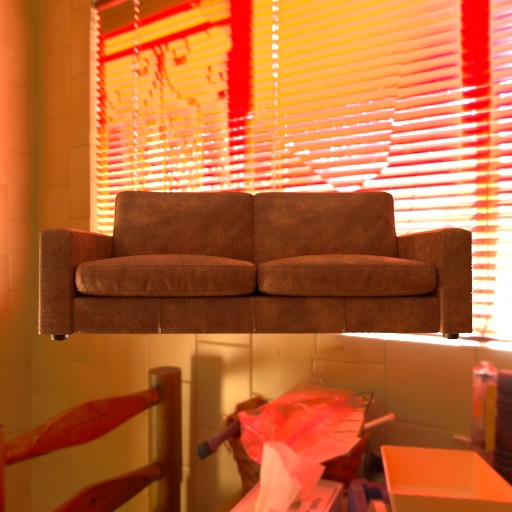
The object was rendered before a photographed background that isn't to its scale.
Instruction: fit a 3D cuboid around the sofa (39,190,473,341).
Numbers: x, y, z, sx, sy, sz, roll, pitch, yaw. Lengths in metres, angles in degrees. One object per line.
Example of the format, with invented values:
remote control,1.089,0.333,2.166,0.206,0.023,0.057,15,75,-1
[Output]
sofa,0.000,0.000,2.677,2.179,0.873,1.016,0,-1,-1
